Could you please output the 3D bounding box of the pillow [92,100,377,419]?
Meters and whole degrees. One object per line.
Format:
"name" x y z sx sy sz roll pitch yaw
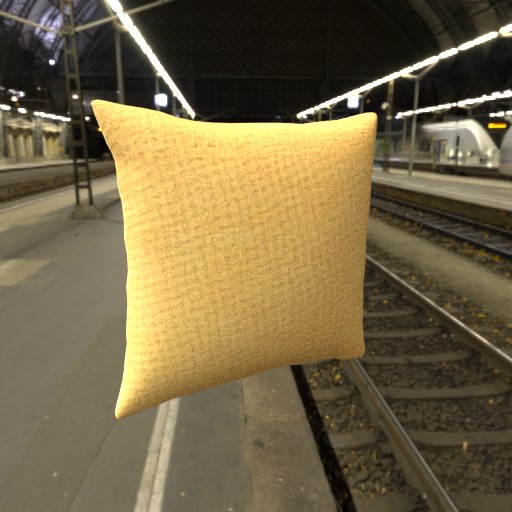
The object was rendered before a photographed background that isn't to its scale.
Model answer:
"pillow" 0.000 0.000 0.637 0.419 0.407 0.173 -7 15 -25
